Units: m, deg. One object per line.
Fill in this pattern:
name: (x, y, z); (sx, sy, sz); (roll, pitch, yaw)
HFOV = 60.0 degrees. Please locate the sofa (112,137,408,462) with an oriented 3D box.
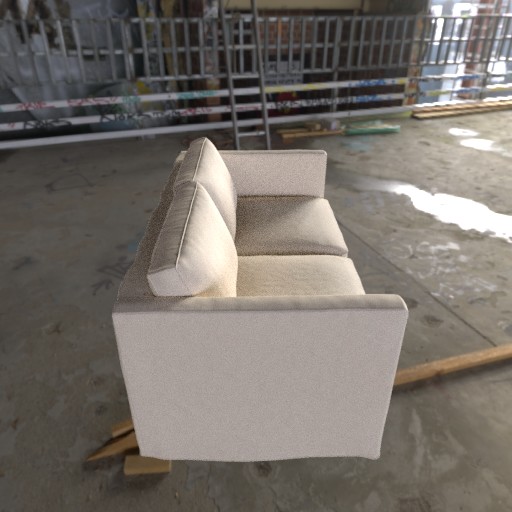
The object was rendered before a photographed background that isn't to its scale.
sofa: (0.000, 0.000, 2.259); (0.962, 0.834, 1.746); (-1, 30, -1)
